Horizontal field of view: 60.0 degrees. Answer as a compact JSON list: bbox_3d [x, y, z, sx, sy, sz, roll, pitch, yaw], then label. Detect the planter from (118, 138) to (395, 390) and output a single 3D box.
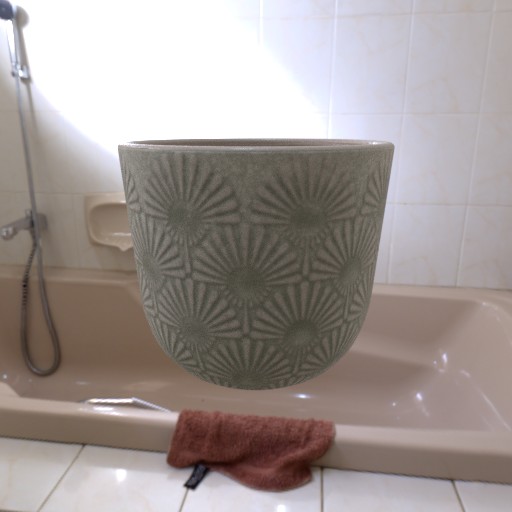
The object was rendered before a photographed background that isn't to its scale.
[{"bbox_3d":[0.000,0.000,0.303,0.170,0.152,0.170,0,16,0],"label":"planter"}]
